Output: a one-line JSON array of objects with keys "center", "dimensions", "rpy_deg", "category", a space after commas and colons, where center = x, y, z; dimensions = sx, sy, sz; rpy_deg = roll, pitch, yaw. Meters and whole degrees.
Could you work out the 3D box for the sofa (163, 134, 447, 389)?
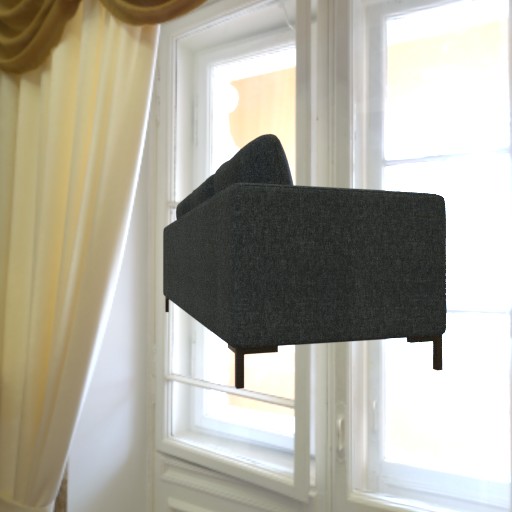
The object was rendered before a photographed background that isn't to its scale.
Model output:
[{"center": [0.000, 0.000, 2.594], "dimensions": [0.859, 0.874, 2.218], "rpy_deg": [0, 0, -18], "category": "sofa"}]
